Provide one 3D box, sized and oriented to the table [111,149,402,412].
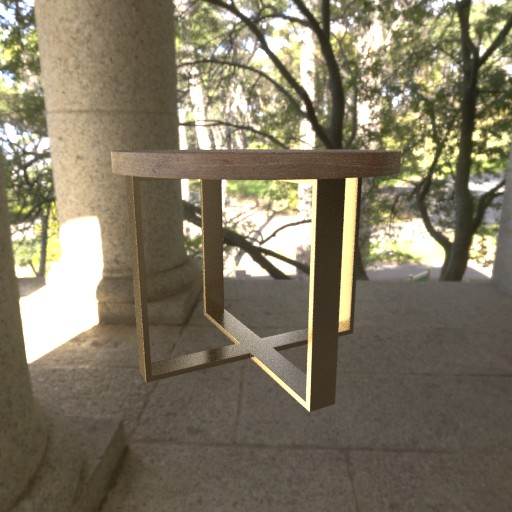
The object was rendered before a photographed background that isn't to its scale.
[{"bbox_3d":[0.000,0.000,0.944,0.557,0.437,0.557,0,14,0],"label":"table"}]
